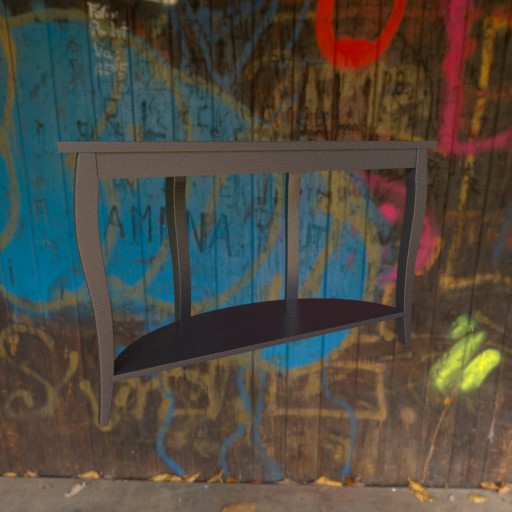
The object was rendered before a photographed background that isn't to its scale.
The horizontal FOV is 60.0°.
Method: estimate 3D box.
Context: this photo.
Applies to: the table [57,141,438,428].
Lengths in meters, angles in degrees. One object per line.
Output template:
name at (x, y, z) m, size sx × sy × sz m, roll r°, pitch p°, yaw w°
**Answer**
table at (0.000, 0.000, 1.554) m, size 1.219 × 0.780 × 0.394 m, roll -7°, pitch 16°, yaw -25°
